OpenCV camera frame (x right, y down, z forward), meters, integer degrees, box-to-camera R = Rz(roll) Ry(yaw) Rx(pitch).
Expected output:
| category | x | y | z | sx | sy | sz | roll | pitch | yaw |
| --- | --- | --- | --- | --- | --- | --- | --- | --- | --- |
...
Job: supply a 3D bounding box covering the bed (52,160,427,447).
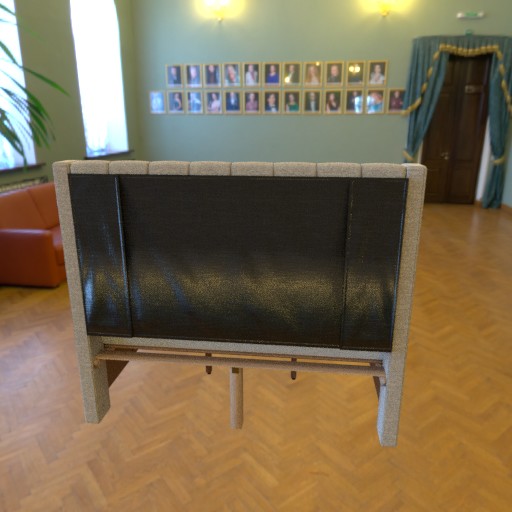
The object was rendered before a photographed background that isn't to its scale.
| category | x | y | z | sx | sy | sz | roll | pitch | yaw |
| --- | --- | --- | --- | --- | --- | --- | --- | --- | --- |
| bed | 0.000 | 0.000 | 3.739 | 2.044 | 1.748 | 2.372 | 2 | 17 | 6 |
